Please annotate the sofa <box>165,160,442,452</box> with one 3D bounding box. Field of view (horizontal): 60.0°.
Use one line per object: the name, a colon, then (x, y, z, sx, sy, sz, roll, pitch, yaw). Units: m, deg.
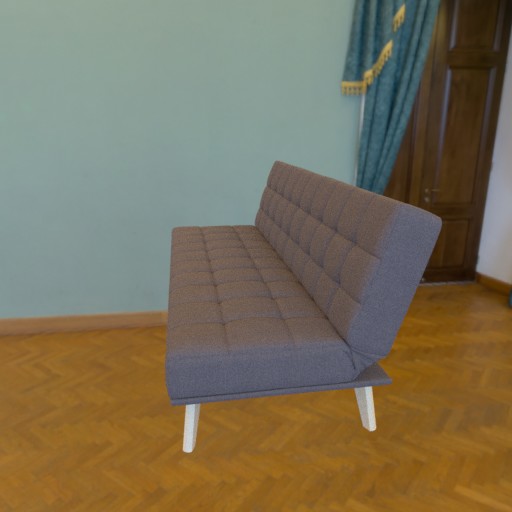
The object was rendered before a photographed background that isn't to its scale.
sofa: (0.000, 0.000, 2.214, 0.860, 0.810, 1.800, -3, 17, -9)
